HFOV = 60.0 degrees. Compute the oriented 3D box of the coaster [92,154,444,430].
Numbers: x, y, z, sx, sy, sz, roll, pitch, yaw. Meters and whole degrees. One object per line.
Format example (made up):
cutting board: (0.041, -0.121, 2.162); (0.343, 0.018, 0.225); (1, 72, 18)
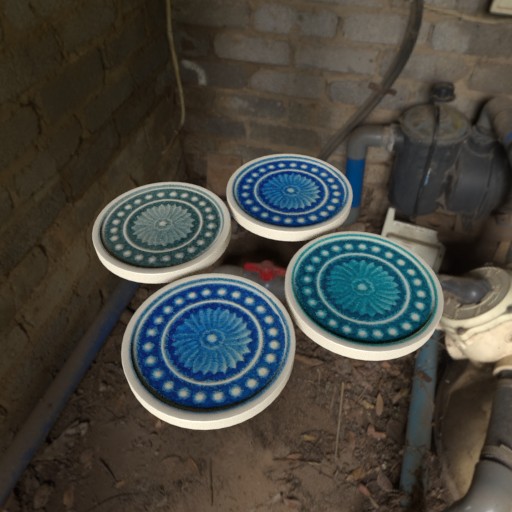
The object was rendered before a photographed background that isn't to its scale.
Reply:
coaster: (0.000, 0.000, 0.333); (0.220, 0.010, 0.224); (-17, 49, -16)
